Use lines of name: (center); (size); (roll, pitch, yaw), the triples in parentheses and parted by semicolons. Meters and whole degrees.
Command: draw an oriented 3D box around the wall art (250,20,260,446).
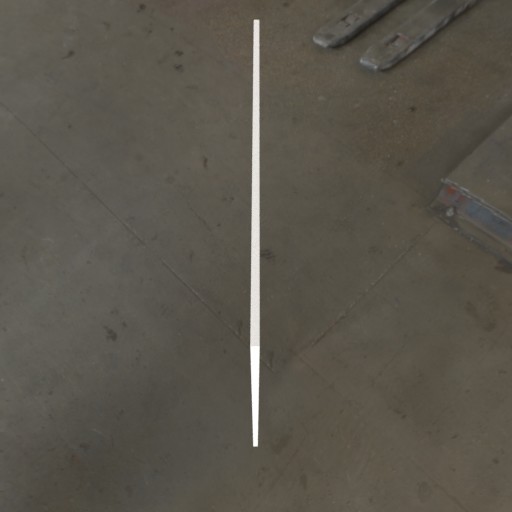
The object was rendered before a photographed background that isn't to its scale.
wall art: (0.000, 0.000, 0.810); (0.009, 0.559, 0.558); (0, 58, 0)
